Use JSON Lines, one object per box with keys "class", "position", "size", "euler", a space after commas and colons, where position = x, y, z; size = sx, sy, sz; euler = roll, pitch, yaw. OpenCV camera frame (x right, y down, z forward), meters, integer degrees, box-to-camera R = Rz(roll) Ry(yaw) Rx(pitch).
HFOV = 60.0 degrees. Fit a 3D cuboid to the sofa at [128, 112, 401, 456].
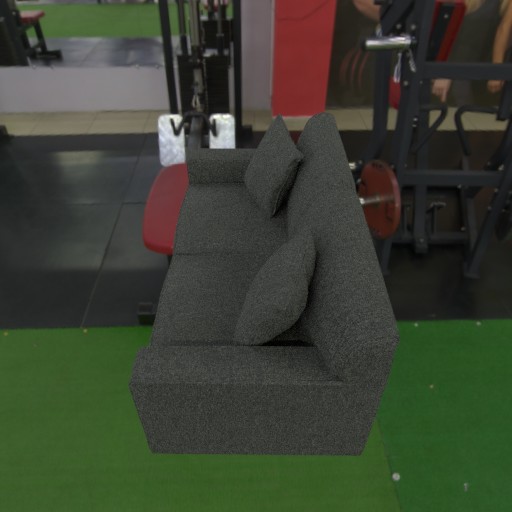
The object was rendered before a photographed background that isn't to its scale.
{"class": "sofa", "position": [0.000, 0.000, 2.413], "size": [0.998, 0.958, 1.846], "euler": [0, 41, 0]}
